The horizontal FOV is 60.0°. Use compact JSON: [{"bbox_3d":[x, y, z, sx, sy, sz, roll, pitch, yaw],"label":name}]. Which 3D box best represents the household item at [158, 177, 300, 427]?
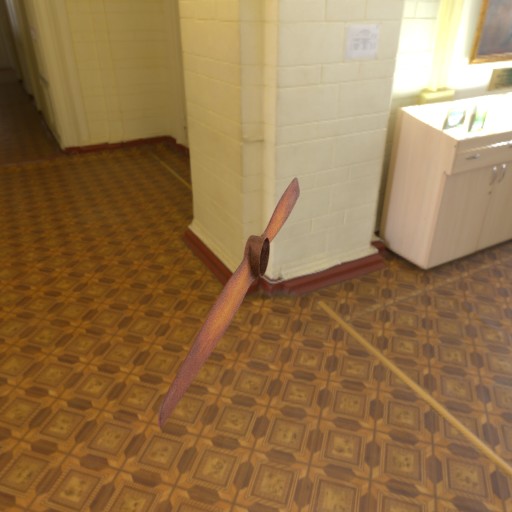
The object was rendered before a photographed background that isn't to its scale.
[{"bbox_3d":[0.000,0.000,1.251,0.051,0.121,1.181,8,30,14],"label":"household item"}]
